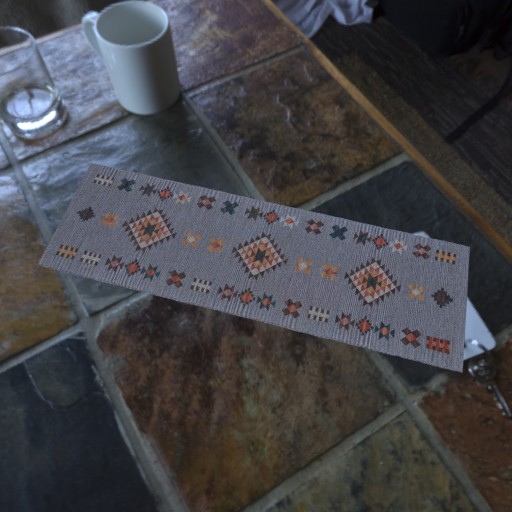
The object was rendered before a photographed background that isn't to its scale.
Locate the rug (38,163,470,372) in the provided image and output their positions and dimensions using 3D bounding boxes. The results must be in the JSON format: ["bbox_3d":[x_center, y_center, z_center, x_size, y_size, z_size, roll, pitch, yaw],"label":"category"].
[{"bbox_3d":[0.000,0.000,2.611,2.432,0.008,0.766,13,65,6],"label":"rug"}]
